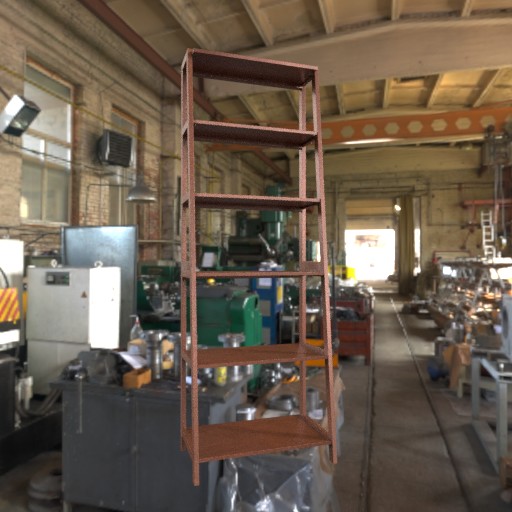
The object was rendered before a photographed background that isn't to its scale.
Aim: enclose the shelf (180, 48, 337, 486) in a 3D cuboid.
[{"bbox_3d":[0.000,0.000,2.111,0.660,1.892,0.382,0,-1,-18],"label":"shelf"}]
